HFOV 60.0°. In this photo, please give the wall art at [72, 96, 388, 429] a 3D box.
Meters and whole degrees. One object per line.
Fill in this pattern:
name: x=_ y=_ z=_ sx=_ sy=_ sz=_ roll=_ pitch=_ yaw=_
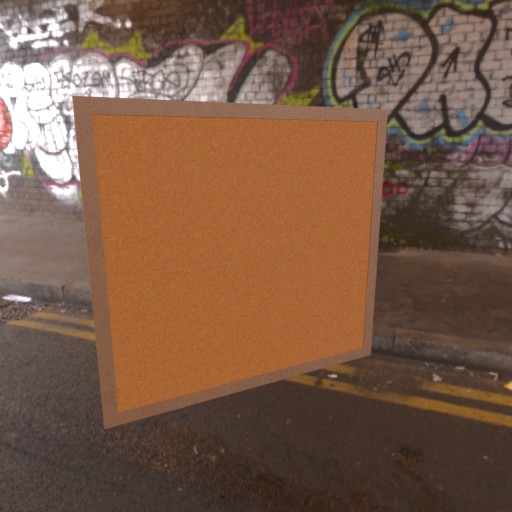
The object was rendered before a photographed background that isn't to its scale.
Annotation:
wall art: x=0.000 y=0.000 z=1.640 sx=1.168 sy=1.067 sz=0.025 roll=-7 pitch=16 yaw=-27
